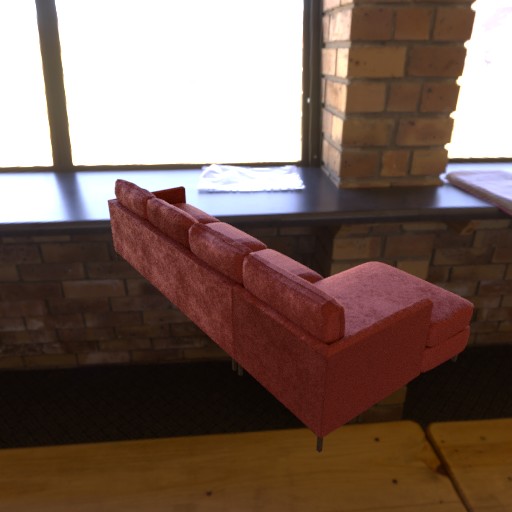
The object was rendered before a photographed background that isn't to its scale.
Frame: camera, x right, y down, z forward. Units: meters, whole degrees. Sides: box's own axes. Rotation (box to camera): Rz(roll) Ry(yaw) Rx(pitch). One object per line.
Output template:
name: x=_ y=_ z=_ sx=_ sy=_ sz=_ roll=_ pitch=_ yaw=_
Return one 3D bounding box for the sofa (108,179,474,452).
sofa: x=0.000 y=0.000 z=4.057 sx=1.500 sy=0.967 sz=3.400 roll=-17 pitch=30 yaw=-32
